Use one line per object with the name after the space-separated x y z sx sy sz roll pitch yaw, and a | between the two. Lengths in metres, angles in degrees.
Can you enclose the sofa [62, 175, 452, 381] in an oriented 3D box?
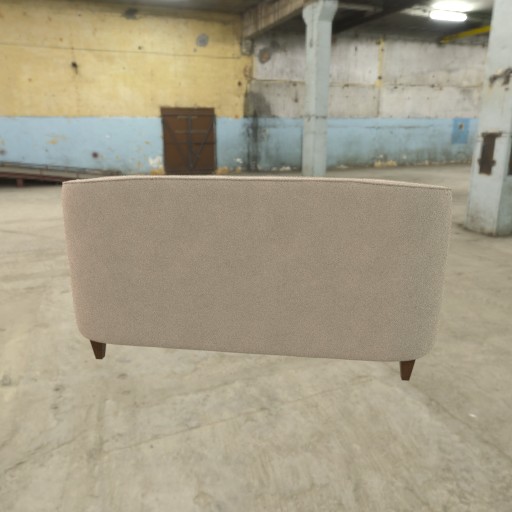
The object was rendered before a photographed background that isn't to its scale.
0.000 0.000 2.264 1.731 0.878 0.940 2 15 7 | sofa
